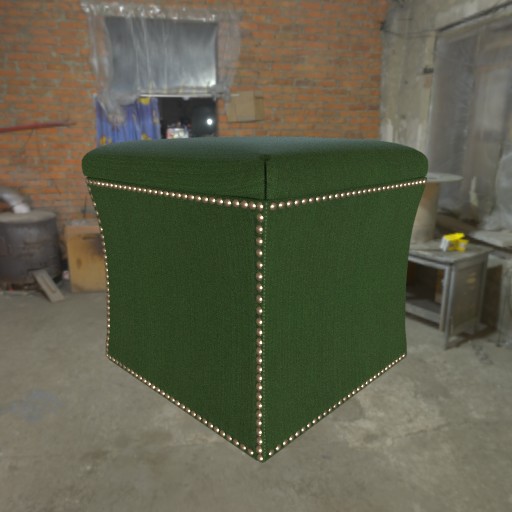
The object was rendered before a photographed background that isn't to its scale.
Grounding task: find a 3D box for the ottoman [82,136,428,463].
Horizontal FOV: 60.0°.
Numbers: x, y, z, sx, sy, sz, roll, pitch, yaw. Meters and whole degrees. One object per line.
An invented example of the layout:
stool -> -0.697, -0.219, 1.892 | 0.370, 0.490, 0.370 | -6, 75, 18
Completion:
ottoman -> 0.000, 0.000, 0.912 | 0.507, 0.475, 0.497 | 14, 21, 42
